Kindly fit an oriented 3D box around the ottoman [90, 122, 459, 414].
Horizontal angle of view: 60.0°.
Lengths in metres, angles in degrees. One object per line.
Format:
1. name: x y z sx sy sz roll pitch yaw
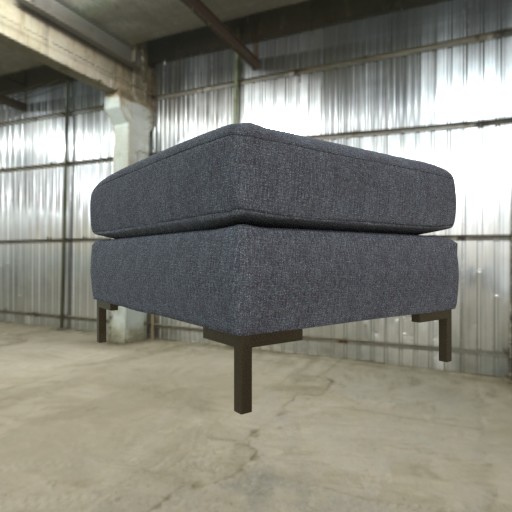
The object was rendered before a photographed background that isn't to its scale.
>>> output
1. ottoman: 0.000 0.000 1.250 0.695 0.533 0.831 0 0 -36
